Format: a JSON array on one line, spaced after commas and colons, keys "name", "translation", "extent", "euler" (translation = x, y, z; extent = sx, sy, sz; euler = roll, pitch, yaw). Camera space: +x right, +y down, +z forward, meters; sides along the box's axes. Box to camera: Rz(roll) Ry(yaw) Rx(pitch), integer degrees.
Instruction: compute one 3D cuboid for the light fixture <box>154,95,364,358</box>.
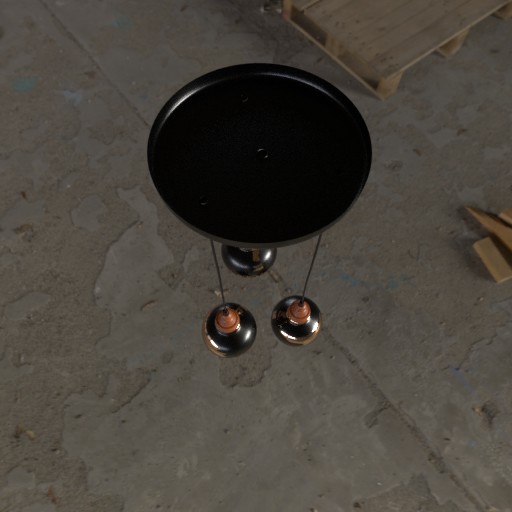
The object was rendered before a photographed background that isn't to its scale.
[{"name": "light fixture", "translation": [0.000, 0.000, 1.749], "extent": [0.608, 1.410, 0.605], "euler": [-16, 66, -8]}]
